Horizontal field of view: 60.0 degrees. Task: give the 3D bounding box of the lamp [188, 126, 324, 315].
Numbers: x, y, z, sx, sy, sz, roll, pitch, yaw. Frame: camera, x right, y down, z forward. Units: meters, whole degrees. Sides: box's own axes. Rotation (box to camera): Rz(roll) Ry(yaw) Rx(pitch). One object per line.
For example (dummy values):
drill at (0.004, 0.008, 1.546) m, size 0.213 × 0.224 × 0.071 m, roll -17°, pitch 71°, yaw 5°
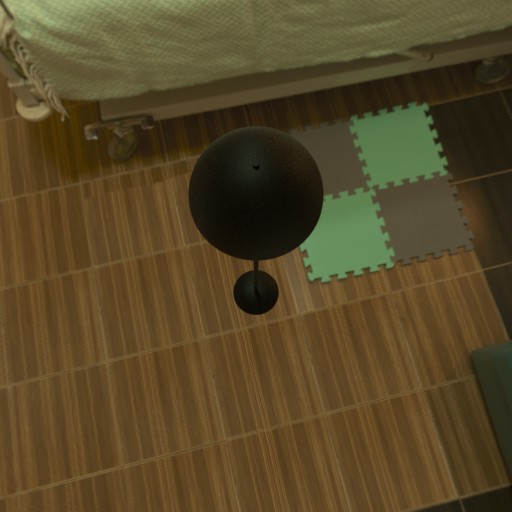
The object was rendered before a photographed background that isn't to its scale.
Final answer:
lamp at (0.000, 0.000, 1.632) m, size 0.328 × 1.480 × 0.328 m, roll -42°, pitch 79°, yaw -10°
